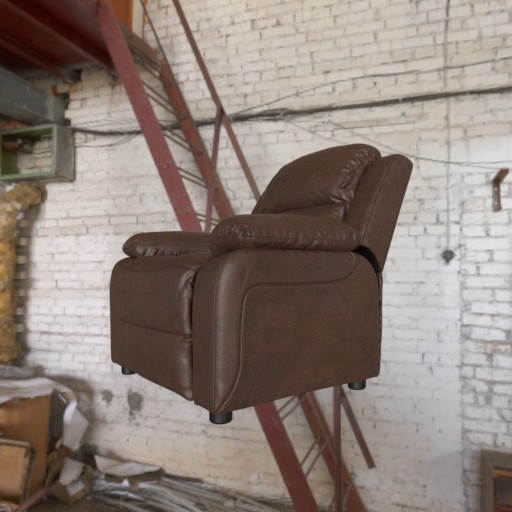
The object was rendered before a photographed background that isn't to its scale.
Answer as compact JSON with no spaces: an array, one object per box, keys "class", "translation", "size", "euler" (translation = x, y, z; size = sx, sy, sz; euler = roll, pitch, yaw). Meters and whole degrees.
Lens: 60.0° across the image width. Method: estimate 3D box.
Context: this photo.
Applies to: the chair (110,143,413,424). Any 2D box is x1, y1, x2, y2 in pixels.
[{"class":"chair","translation":[0.000,0.000,1.290],"size":[0.707,0.702,0.680],"euler":[1,-2,-36]}]
